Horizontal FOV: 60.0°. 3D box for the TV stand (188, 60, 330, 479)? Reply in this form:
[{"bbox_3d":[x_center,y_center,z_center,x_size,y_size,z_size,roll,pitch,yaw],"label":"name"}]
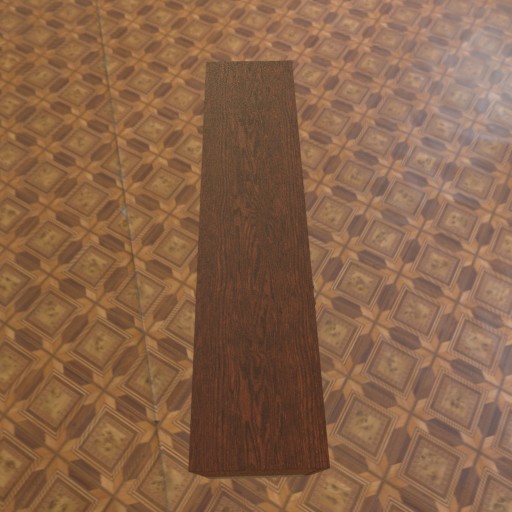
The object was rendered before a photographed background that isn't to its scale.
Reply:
[{"bbox_3d":[0.000,0.000,1.740,0.382,0.578,1.541,-1,62,-1],"label":"TV stand"}]
